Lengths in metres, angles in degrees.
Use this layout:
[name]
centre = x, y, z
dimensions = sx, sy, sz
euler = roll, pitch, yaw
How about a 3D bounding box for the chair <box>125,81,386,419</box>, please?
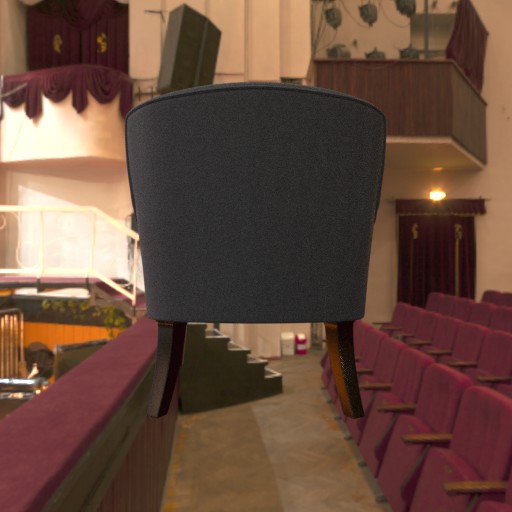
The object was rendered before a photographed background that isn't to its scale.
[chair]
centre = 0.000, 0.000, 1.475
dimensions = 0.770, 0.878, 0.754
euler = 0, -1, 0
